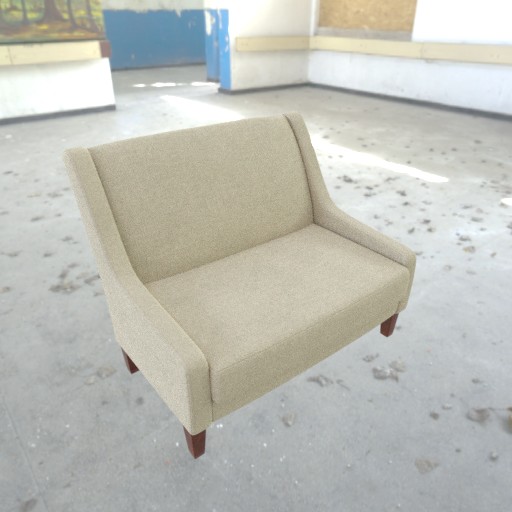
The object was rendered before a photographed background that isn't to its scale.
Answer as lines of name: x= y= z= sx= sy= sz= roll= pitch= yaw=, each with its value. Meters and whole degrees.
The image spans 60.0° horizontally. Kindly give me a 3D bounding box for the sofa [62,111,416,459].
sofa: x=0.000 y=0.000 z=1.954 sx=1.212 sy=0.976 sz=0.946 roll=-21 pitch=35 yaw=-33
